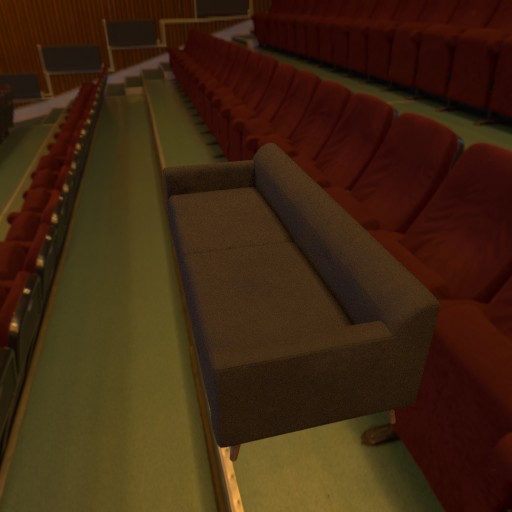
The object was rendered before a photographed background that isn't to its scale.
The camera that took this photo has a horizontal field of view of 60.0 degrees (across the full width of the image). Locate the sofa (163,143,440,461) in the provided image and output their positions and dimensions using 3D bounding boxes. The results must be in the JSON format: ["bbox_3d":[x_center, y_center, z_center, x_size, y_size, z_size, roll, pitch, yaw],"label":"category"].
[{"bbox_3d":[0.000,0.000,2.668,0.900,0.740,2.190,-8,31,-13],"label":"sofa"}]
